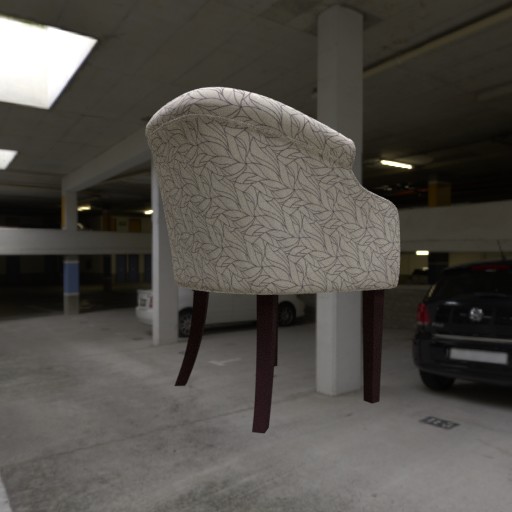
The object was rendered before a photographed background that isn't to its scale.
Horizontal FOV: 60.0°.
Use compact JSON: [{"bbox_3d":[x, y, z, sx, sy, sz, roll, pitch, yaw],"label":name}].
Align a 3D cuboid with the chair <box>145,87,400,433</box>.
[{"bbox_3d":[0.000,0.000,1.364,0.613,0.858,0.686,-1,1,-35],"label":"chair"}]
